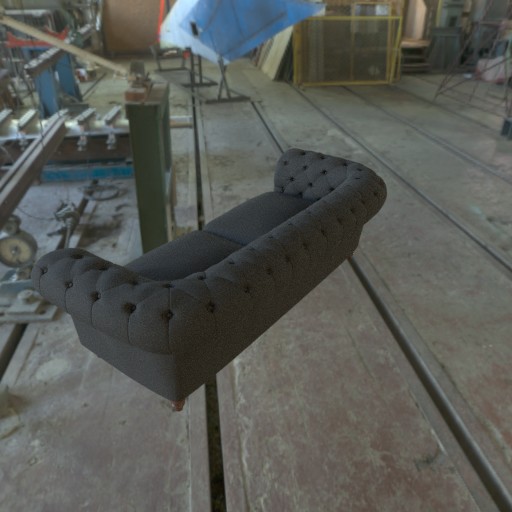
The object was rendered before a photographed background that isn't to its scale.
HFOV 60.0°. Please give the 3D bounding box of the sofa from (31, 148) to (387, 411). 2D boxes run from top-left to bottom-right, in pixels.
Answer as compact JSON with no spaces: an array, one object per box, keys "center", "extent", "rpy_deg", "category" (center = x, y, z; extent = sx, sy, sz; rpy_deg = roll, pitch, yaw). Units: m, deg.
[{"center":[0.000,0.000,2.800],"extent":[0.991,0.762,2.362],"rpy_deg":[21,36,31],"category":"sofa"}]
